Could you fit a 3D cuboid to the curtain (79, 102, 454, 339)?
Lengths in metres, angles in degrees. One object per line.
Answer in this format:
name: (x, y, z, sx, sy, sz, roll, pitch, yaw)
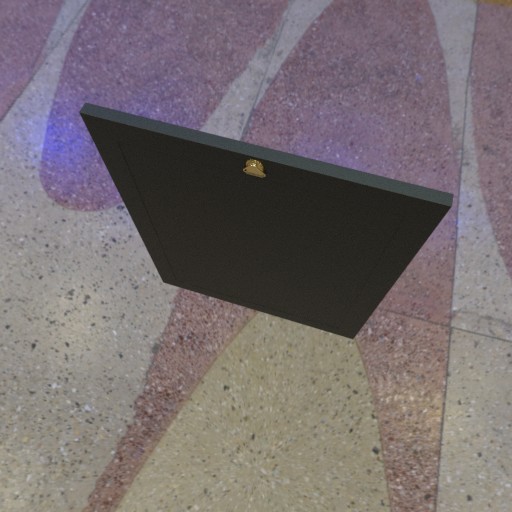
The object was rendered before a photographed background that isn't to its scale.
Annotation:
curtain: (0.000, 0.000, 0.815, 0.483, 0.585, 0.027, 16, 65, 8)
